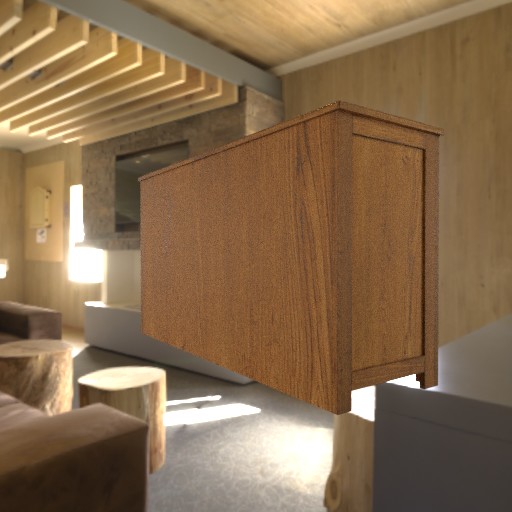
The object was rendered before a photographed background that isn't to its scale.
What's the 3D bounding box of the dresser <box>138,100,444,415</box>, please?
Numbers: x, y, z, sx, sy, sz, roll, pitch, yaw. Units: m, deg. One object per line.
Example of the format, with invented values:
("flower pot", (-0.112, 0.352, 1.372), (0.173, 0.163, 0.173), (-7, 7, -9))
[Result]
("dresser", (0.000, 0.000, 2.138), (0.563, 0.932, 1.657), (0, 1, -35))
